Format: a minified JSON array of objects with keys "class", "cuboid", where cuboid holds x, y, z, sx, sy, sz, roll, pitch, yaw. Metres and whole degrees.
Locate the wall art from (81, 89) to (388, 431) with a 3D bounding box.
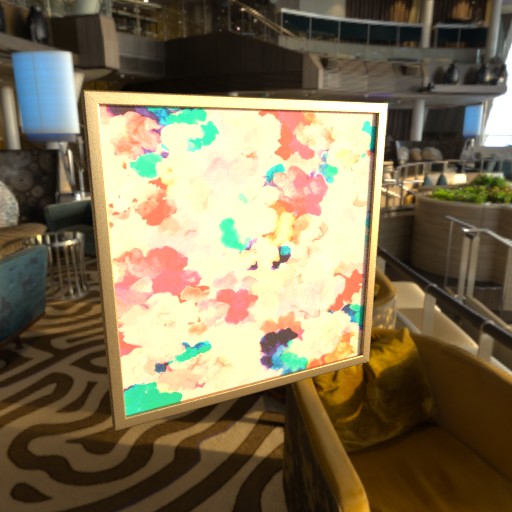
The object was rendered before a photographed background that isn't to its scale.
[{"class":"wall art","cuboid":[0.000,0.000,1.135,0.767,0.765,0.036,-7,17,-25]}]
